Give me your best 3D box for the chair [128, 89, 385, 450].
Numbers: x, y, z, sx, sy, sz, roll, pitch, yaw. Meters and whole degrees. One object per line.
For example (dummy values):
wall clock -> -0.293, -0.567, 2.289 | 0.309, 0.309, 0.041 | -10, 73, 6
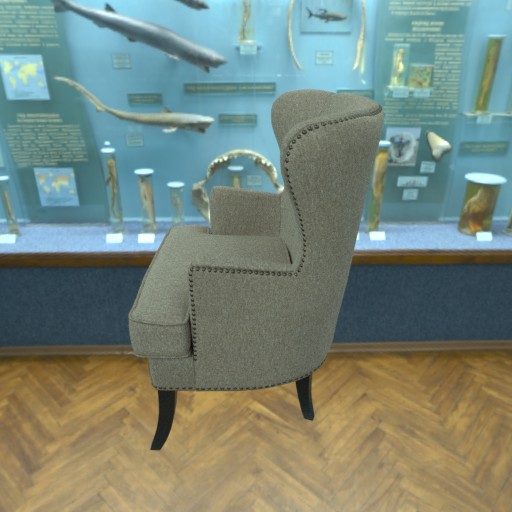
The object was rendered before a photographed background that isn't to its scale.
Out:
chair -> 0.000, 0.000, 1.575 | 0.758, 1.060, 0.759 | 0, 26, 0
